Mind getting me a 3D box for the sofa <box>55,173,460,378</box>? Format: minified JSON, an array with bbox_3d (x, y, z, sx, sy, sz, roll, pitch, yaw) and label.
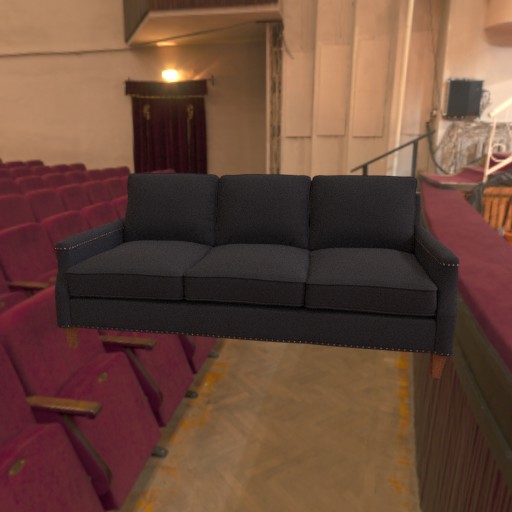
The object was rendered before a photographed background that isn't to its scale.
[{"bbox_3d":[0.000,0.000,2.869,2.246,1.003,1.084,2,14,9],"label":"sofa"}]
